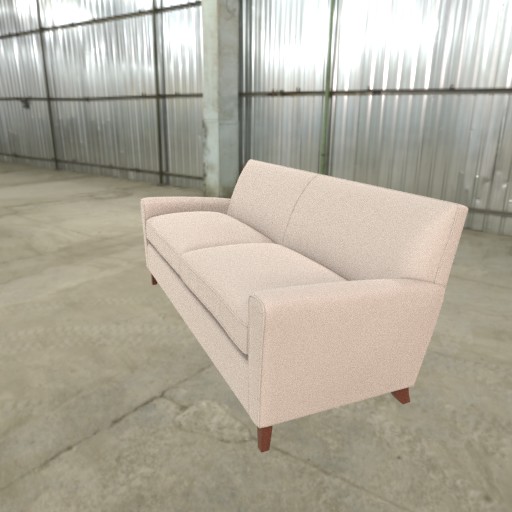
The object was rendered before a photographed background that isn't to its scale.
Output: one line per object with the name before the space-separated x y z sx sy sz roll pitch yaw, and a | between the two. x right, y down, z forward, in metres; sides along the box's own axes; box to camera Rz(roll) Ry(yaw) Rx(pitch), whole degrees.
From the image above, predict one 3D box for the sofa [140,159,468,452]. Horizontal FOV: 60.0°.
sofa | 0.000 0.000 2.421 0.875 0.846 2.000 -8 19 -23
